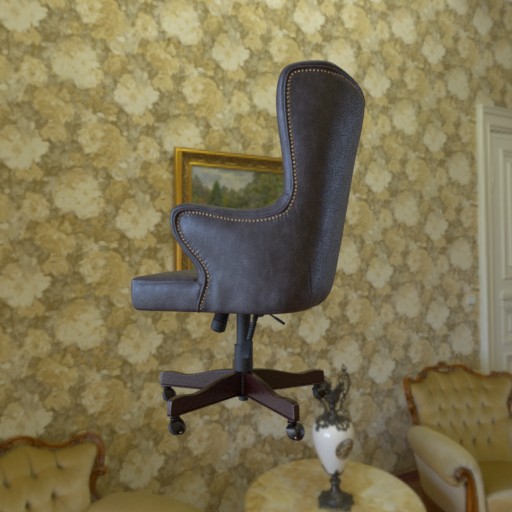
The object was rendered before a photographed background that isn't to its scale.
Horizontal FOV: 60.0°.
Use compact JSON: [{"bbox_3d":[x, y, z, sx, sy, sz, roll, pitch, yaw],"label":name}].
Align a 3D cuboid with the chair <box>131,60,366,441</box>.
[{"bbox_3d":[0.000,0.000,1.490,0.717,1.037,0.594,0,-1,18],"label":"chair"}]
